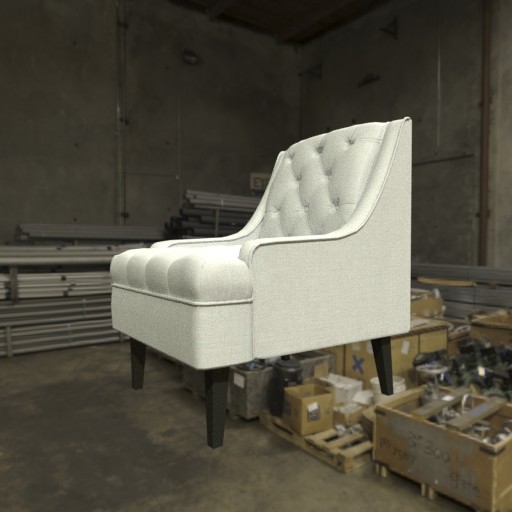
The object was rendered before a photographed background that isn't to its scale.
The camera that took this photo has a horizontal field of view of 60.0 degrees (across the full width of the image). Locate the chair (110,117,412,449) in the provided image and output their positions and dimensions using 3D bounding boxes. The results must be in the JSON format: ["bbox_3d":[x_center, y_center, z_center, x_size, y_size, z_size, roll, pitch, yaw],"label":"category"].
[{"bbox_3d":[0.000,0.000,1.439,0.772,0.891,0.658,-1,2,-35],"label":"chair"}]
